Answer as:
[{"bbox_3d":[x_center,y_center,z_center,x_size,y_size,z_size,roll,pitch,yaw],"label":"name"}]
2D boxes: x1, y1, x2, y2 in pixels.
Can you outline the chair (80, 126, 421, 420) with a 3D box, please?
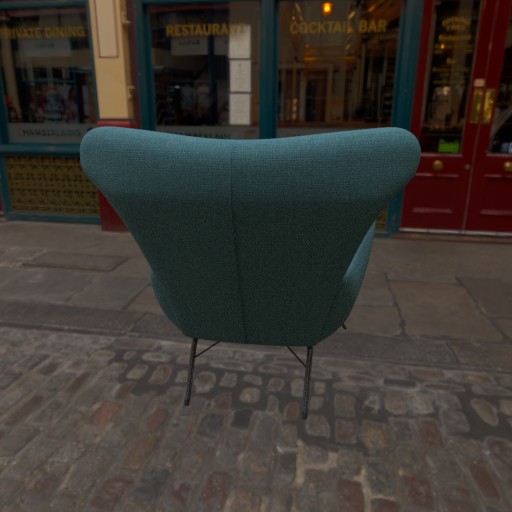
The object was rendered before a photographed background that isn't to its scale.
[{"bbox_3d":[0.000,0.000,1.748,1.050,0.980,0.900,3,17,9],"label":"chair"}]
